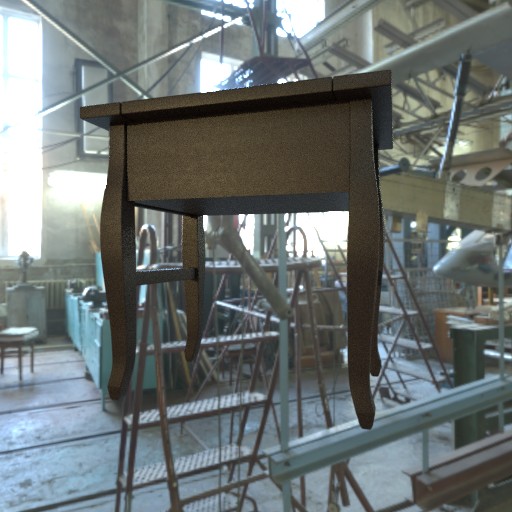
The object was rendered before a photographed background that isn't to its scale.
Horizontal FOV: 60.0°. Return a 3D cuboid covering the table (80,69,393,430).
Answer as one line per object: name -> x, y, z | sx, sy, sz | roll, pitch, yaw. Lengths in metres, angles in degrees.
table -> 0.000, 0.000, 1.023 | 0.602, 0.605, 0.460 | 0, 0, 17
